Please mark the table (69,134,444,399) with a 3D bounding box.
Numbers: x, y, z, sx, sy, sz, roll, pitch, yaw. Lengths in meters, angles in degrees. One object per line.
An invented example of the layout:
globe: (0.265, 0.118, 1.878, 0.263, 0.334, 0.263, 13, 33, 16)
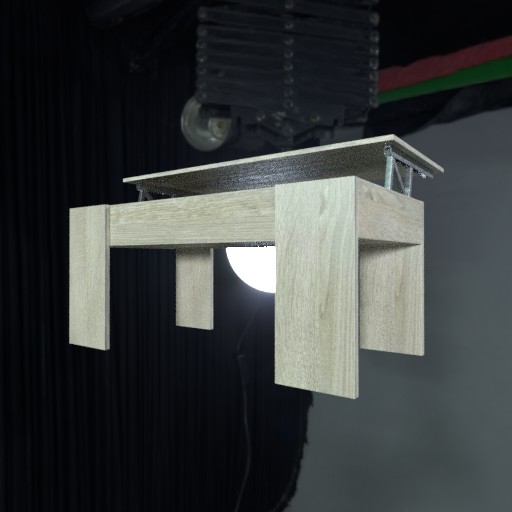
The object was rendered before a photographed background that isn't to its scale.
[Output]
table: (0.000, 0.000, 1.448, 1.000, 0.570, 0.711, 0, 0, 36)
